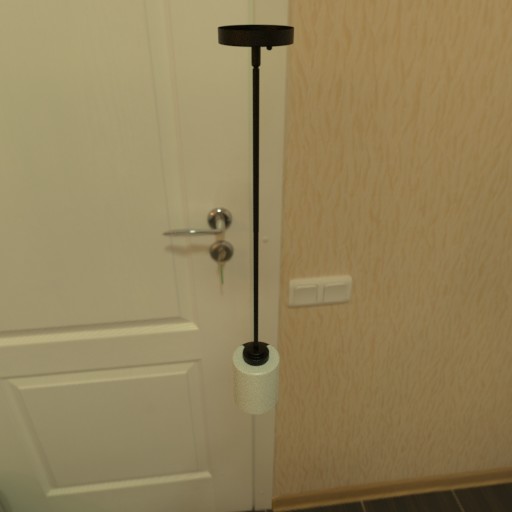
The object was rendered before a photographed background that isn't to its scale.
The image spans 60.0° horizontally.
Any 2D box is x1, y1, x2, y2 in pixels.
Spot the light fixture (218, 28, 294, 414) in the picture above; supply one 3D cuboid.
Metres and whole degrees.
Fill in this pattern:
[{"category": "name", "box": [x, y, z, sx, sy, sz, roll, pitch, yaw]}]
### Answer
[{"category": "light fixture", "box": [0.000, 0.000, 0.939, 0.123, 0.863, 0.123, -21, 37, -30]}]
